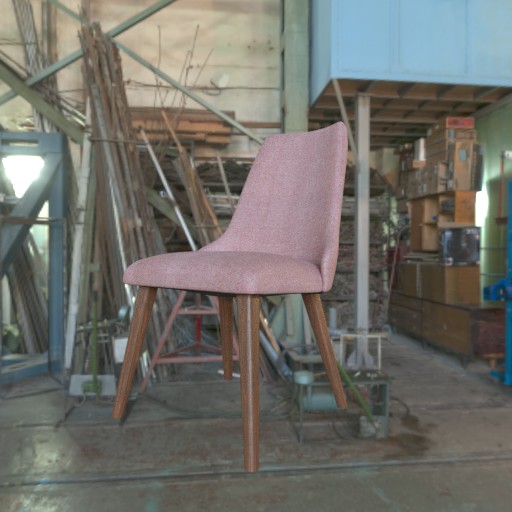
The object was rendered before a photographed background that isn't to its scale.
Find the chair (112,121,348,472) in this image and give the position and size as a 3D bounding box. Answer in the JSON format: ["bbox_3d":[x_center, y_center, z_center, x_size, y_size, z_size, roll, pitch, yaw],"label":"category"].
[{"bbox_3d":[0.000,0.000,1.380,0.535,0.918,0.707,1,1,39],"label":"chair"}]
